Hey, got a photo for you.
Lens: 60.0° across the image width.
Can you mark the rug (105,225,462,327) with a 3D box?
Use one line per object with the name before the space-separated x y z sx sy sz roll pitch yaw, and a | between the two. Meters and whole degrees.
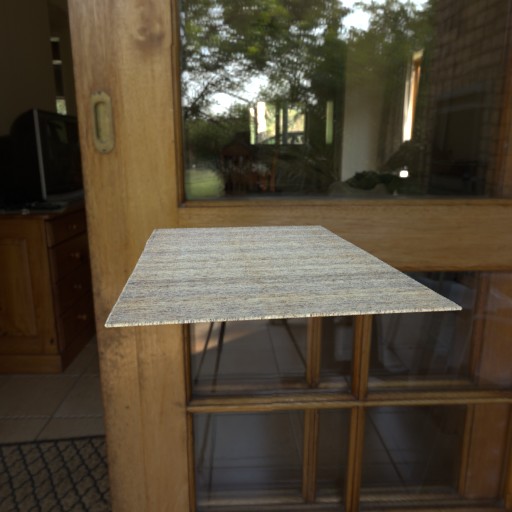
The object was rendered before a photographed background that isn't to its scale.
rug | 0.000 0.000 2.388 1.243 0.014 1.846 -2 13 -7
